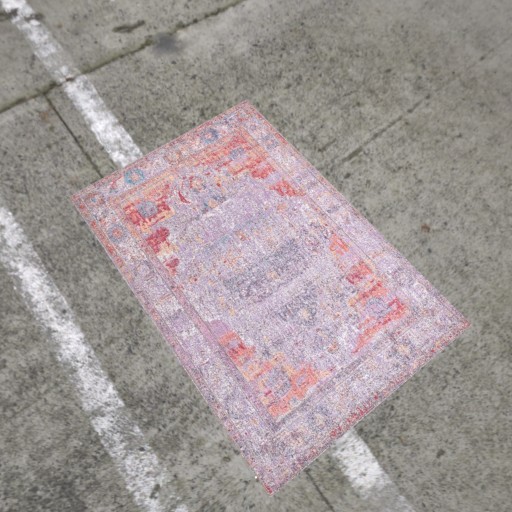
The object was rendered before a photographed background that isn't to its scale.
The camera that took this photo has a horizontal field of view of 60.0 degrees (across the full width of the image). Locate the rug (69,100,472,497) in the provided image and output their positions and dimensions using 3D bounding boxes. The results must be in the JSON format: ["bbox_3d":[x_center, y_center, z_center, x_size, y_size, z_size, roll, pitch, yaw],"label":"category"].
[{"bbox_3d":[0.000,0.000,2.291,1.219,0.005,1.829,-34,68,-16],"label":"rug"}]
